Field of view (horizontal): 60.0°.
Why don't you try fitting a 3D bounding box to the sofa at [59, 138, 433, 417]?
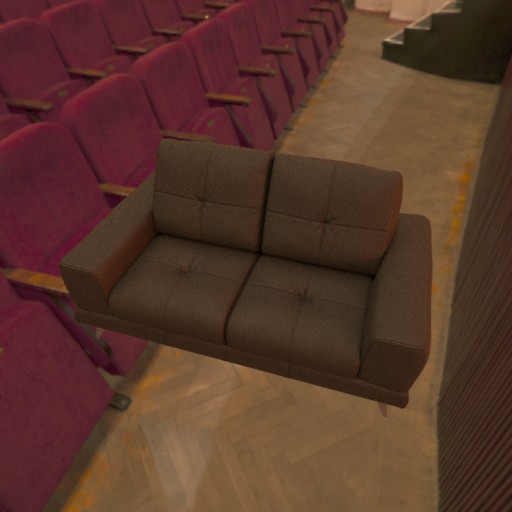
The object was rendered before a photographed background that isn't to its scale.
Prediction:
[{"bbox_3d":[0.000,0.000,2.395,1.806,0.907,1.018,11,41,14],"label":"sofa"}]
